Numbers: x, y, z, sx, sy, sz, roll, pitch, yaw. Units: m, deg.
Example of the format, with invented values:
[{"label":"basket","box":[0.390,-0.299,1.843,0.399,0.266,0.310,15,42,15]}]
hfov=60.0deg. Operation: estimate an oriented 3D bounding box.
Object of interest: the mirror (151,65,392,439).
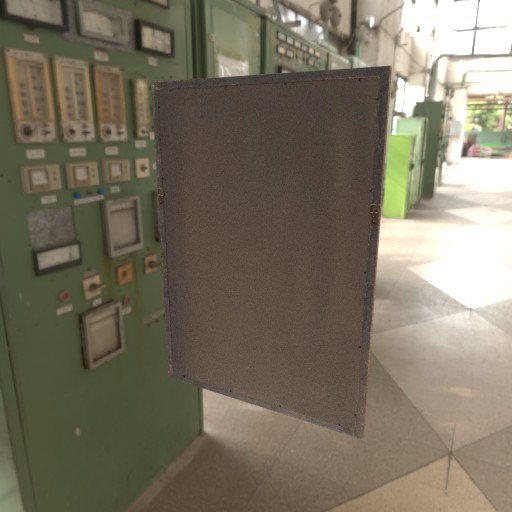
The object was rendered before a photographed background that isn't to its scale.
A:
[{"label":"mirror","box":[0.000,0.000,1.309,0.705,0.996,0.025,8,17,27]}]
